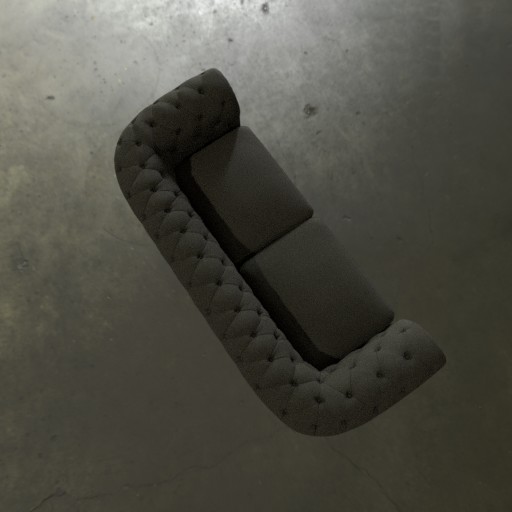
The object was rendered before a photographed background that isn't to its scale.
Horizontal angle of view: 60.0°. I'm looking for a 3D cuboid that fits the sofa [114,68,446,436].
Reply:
[{"bbox_3d":[0.000,0.000,2.890,0.991,0.762,2.362,-34,77,-9],"label":"sofa"}]
